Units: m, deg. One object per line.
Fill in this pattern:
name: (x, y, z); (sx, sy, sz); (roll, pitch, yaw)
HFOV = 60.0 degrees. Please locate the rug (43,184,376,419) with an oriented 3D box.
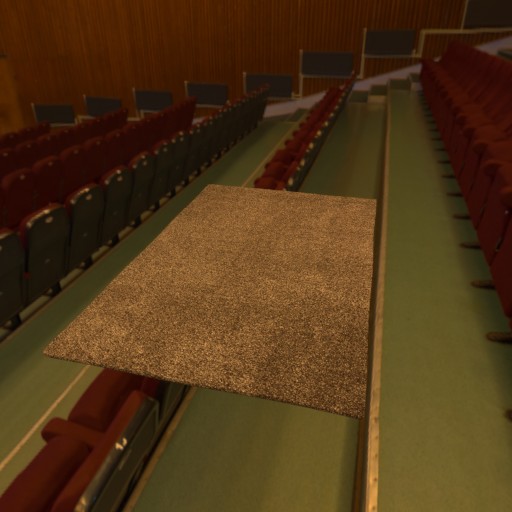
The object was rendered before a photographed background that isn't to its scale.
rug: (0.000, 0.000, 2.928); (1.501, 0.025, 2.352); (7, 30, 13)
